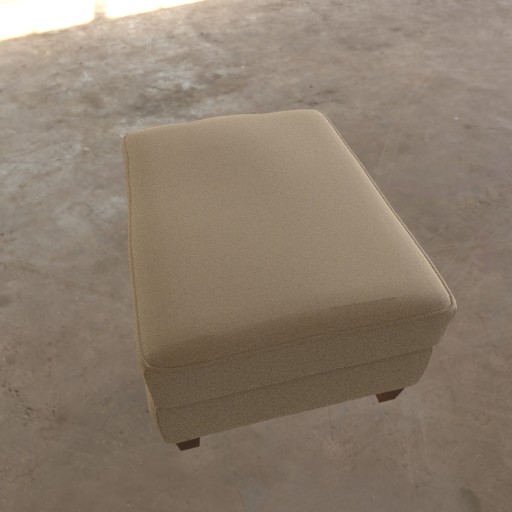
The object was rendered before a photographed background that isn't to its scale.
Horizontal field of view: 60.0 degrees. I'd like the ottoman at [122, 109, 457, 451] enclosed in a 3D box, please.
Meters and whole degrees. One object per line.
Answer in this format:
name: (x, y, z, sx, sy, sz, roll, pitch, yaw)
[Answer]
ottoman: (0.000, 0.000, 1.195, 0.634, 0.485, 0.818, -10, 47, -10)
